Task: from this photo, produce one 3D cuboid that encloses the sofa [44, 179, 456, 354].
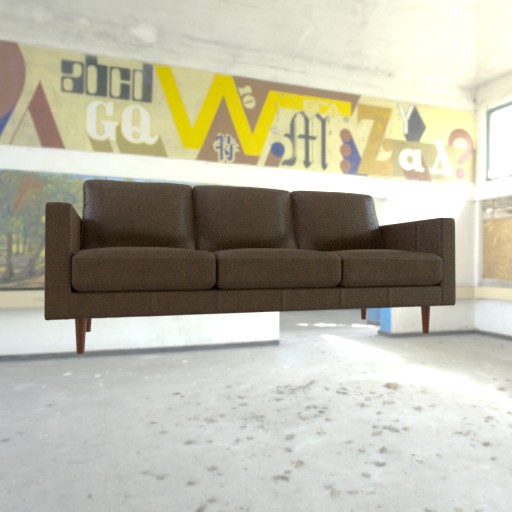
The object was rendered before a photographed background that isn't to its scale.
[{"bbox_3d":[0.000,0.000,2.686,2.231,0.930,0.903,0,-1,-18],"label":"sofa"}]
